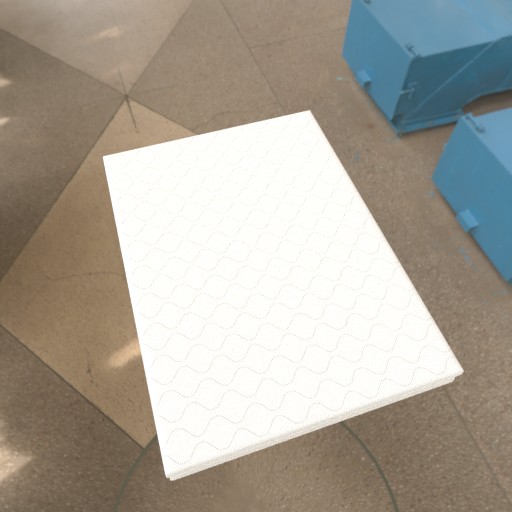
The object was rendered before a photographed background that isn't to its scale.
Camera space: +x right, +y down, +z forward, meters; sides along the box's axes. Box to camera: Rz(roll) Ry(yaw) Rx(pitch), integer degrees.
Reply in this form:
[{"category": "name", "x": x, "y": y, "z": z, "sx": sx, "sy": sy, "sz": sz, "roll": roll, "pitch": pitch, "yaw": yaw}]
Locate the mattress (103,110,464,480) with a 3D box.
[{"category": "mattress", "x": 0.000, "y": 0.000, "z": 2.472, "sx": 1.400, "sy": 0.200, "sz": 1.900, "roll": -15, "pitch": 59, "yaw": -10}]
